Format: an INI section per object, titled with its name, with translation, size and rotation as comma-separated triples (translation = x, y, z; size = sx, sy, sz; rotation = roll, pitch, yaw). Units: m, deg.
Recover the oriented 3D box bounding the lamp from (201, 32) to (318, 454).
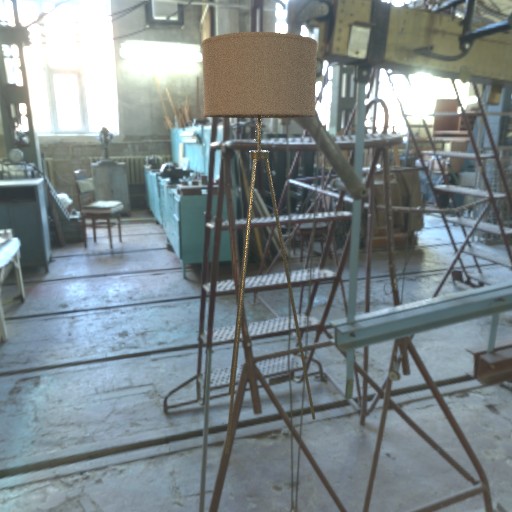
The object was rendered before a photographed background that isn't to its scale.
[lamp]
translation = 0.000, 0.000, 1.756
size = 0.449, 1.545, 0.460
rotation = 8, 18, 26
